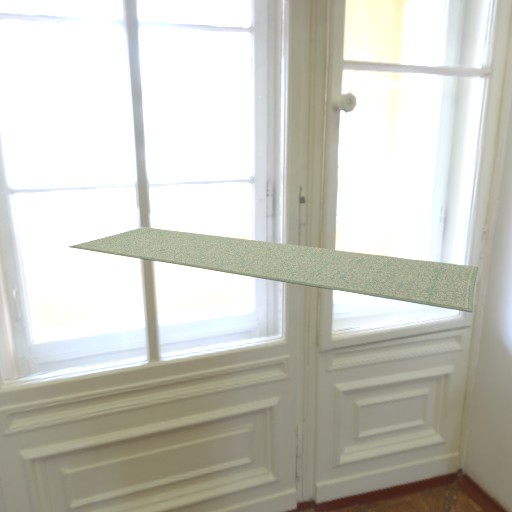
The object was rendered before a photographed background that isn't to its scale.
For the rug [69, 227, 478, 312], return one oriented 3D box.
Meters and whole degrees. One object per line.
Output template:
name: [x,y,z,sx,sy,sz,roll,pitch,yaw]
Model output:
rug: [0.000,0.000,2.452,2.196,0.011,0.662,8,17,26]
